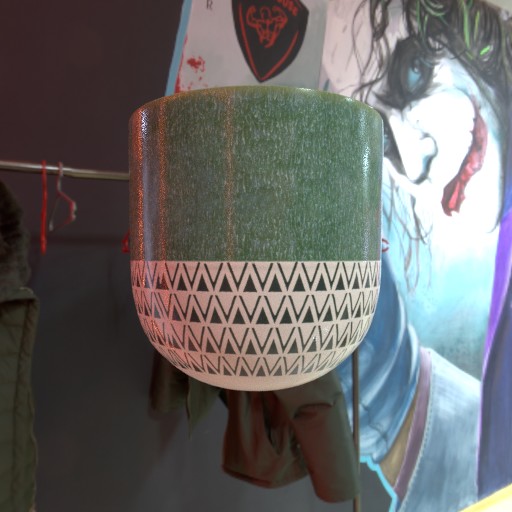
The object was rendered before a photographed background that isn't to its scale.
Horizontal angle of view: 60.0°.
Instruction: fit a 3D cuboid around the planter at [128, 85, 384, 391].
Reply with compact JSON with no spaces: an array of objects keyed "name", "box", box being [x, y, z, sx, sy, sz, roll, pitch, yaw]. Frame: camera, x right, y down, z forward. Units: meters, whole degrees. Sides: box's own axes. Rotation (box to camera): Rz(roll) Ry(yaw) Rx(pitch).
[{"name":"planter","box":[0.000,0.000,0.481,0.266,0.270,0.266,0,0,0]}]
